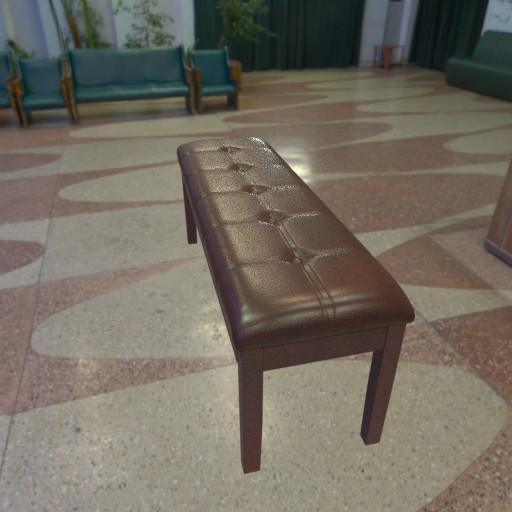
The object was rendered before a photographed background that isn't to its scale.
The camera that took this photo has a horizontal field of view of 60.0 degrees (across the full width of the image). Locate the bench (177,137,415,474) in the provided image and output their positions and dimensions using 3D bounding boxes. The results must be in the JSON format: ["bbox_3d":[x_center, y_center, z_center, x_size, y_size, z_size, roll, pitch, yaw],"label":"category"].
[{"bbox_3d":[0.000,0.000,1.514,0.401,0.491,1.259,-7,32,-12],"label":"bench"}]
